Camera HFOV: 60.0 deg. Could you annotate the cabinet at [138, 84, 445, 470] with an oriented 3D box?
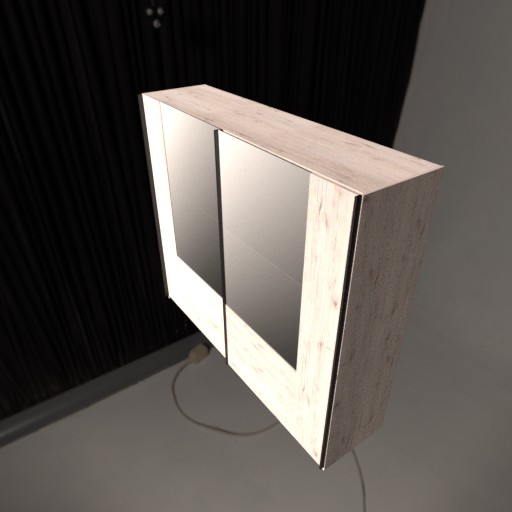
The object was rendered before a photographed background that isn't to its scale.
[{"bbox_3d":[0.000,0.000,3.625,0.660,2.180,2.500,-21,38,-29],"label":"cabinet"}]
